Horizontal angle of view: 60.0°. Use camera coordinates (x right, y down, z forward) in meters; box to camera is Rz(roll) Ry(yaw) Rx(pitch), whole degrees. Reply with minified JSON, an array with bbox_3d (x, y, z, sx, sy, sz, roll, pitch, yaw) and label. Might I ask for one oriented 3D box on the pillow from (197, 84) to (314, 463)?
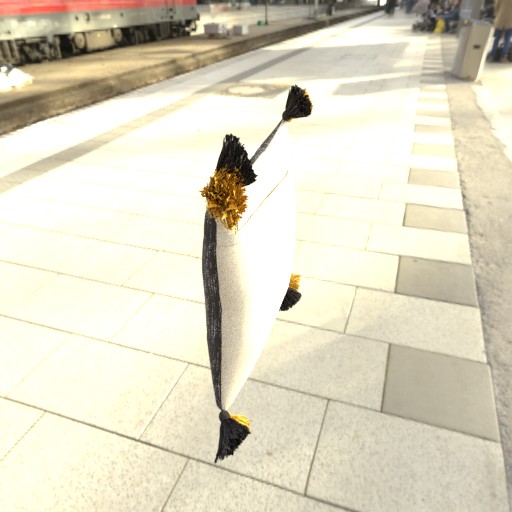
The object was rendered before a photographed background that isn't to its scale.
[{"bbox_3d":[0.000,0.000,0.979,0.139,0.659,0.654,9,32,14],"label":"pillow"}]
